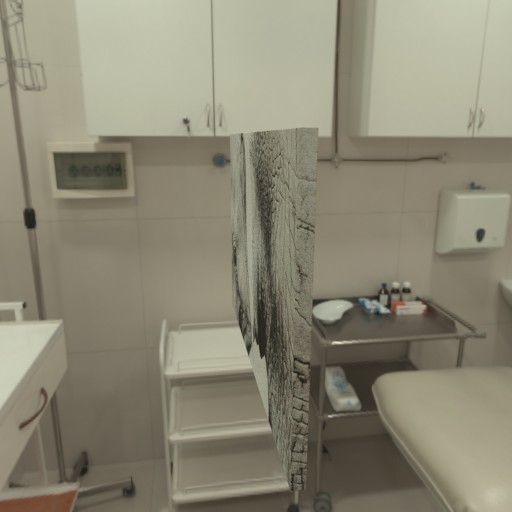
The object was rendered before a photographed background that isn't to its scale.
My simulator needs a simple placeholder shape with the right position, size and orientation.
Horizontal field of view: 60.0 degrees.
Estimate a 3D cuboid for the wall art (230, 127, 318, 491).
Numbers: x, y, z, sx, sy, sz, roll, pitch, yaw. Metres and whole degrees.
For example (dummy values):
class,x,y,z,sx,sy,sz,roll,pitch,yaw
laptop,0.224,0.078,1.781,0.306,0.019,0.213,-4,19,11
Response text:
class,x,y,z,sx,sy,sz,roll,pitch,yaw
wall art,0.000,0.000,1.411,0.035,0.758,1.141,-2,15,-9
